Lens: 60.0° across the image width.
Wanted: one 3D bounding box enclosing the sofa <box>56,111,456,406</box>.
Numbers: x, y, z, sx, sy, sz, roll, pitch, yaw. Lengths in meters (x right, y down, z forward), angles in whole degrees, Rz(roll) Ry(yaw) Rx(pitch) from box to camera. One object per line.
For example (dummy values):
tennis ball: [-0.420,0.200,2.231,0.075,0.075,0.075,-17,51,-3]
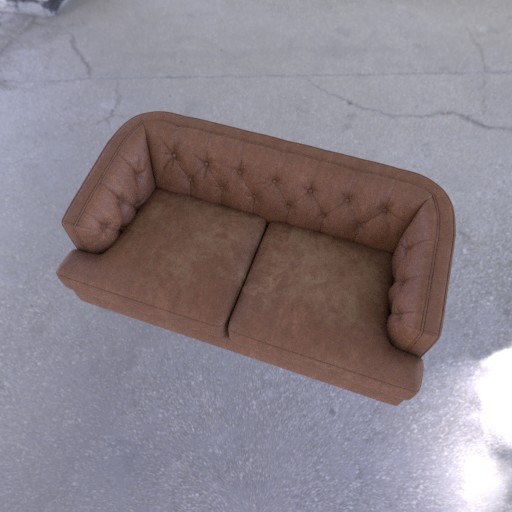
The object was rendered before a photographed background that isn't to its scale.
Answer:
sofa: [0.000,0.000,2.258,1.755,0.786,0.914,16,60,10]
